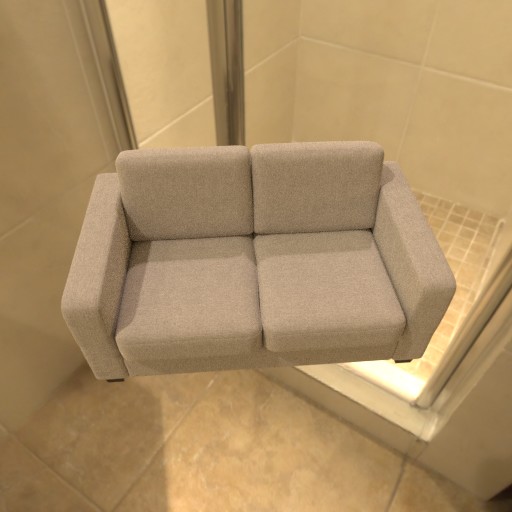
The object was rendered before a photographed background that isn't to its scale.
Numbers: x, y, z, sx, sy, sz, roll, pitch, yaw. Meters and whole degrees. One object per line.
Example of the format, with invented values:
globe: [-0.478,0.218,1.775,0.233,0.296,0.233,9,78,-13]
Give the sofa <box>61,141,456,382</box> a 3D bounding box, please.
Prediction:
sofa: [0.000,0.000,2.080,1.540,0.800,0.900,-3,47,-3]
